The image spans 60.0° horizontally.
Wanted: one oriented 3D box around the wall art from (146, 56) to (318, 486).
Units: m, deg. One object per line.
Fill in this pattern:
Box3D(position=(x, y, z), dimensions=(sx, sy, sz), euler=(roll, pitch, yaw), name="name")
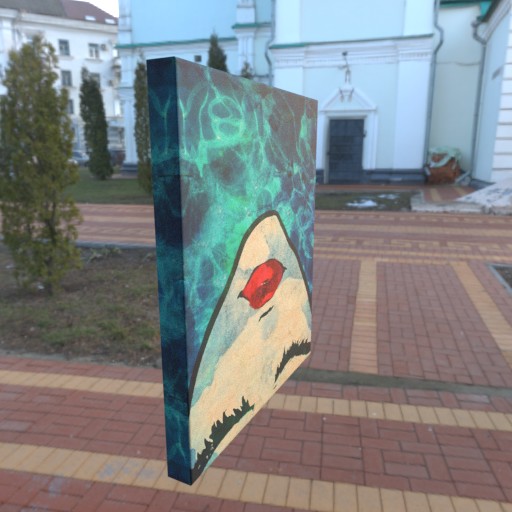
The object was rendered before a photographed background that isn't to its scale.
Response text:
Box3D(position=(0.000, 0.000, 0.701), dimensions=(0.038, 0.508, 0.432), euler=(7, 15, 26), name="wall art")
